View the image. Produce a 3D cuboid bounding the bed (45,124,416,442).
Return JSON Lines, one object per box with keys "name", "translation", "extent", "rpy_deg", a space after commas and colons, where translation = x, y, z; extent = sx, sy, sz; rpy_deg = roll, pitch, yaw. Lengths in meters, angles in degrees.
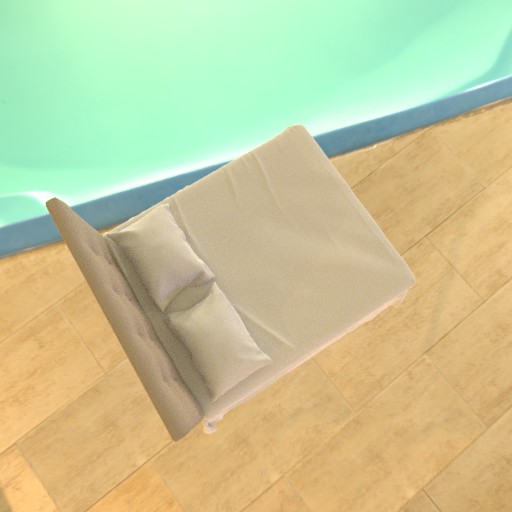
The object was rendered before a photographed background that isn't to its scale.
{"name": "bed", "translation": [0.000, 0.000, 3.423], "extent": [2.222, 1.577, 1.936], "rpy_deg": [-31, 78, -8]}
